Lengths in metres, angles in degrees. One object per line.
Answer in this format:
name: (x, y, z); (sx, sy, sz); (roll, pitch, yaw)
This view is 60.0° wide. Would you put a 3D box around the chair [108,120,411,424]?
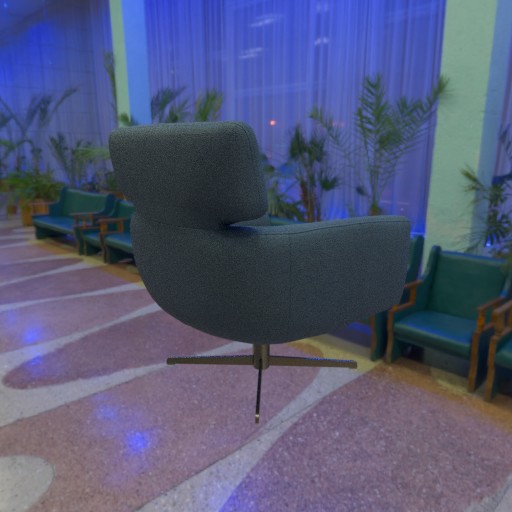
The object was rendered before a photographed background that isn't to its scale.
chair: (0.000, 0.000, 1.449); (0.761, 0.813, 0.738); (-13, 19, -41)
